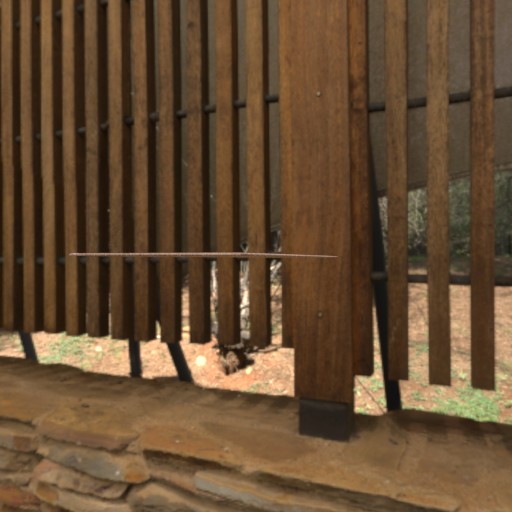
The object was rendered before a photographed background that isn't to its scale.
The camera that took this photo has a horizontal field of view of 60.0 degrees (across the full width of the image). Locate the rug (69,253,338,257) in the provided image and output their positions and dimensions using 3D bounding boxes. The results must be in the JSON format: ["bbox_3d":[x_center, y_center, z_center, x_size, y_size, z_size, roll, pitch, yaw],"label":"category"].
[{"bbox_3d":[0.000,0.000,2.693,0.685,0.013,2.437,0,0,18],"label":"rug"}]
